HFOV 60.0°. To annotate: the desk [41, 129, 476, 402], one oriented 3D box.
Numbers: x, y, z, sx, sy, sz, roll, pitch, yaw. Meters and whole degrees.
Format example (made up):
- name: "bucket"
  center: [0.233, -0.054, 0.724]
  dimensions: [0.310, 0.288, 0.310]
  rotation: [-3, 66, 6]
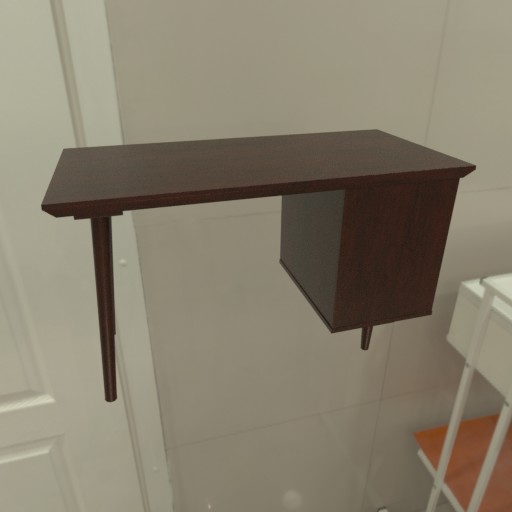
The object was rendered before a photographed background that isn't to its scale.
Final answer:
- name: "desk"
  center: [0.000, 0.000, 1.676]
  dimensions: [1.277, 0.758, 0.612]
  rotation: [-8, 28, -15]
